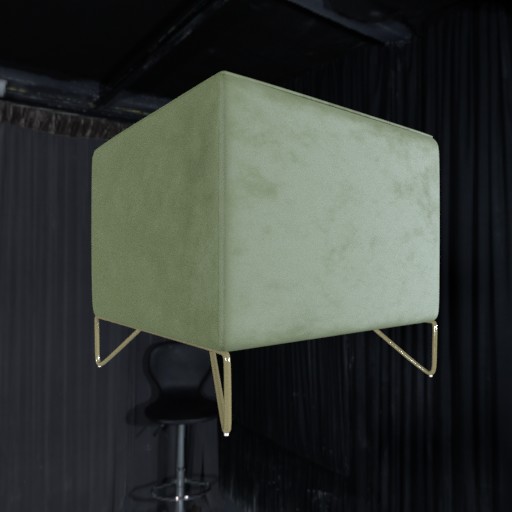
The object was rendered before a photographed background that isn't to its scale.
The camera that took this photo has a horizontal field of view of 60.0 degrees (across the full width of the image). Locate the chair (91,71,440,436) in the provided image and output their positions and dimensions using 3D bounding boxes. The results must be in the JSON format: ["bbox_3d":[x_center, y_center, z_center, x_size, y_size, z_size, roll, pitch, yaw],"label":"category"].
[{"bbox_3d":[0.000,0.000,1.536,0.880,0.790,0.894,1,-1,-38],"label":"chair"}]
